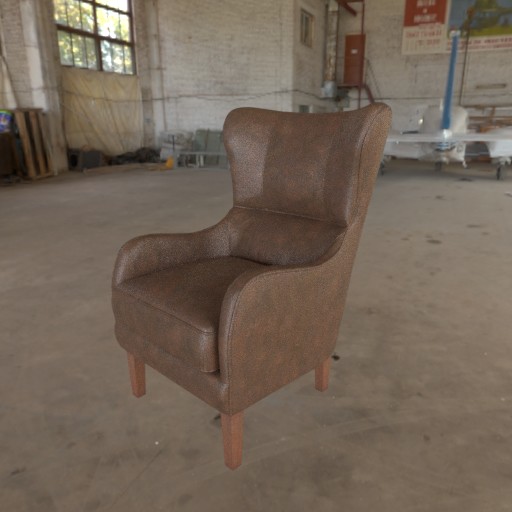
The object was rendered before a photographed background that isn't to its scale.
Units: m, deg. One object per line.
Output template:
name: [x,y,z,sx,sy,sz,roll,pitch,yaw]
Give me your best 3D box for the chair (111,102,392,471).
chair: [0.000,0.000,1.600,0.692,1.048,0.914,15,22,42]
